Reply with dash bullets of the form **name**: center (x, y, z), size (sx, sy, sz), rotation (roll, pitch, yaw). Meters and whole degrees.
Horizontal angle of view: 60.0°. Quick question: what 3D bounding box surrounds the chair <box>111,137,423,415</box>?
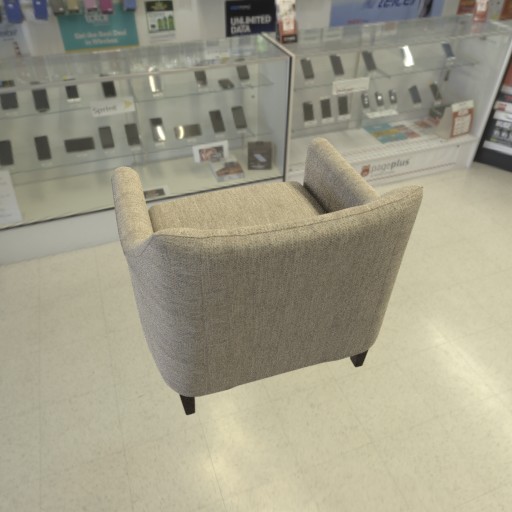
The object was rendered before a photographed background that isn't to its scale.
- **chair**: center (0.000, 0.000, 1.418), size (0.796, 0.761, 0.758), rotation (-12, 42, -13)
